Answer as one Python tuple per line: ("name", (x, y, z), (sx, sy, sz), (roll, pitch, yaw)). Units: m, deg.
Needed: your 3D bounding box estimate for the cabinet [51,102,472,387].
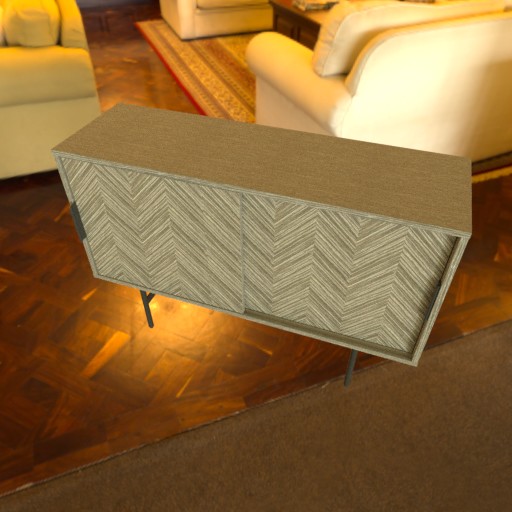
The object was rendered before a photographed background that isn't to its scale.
("cabinet", (0.000, 0.000, 1.567), (1.194, 0.787, 0.405), (13, 43, 15))
